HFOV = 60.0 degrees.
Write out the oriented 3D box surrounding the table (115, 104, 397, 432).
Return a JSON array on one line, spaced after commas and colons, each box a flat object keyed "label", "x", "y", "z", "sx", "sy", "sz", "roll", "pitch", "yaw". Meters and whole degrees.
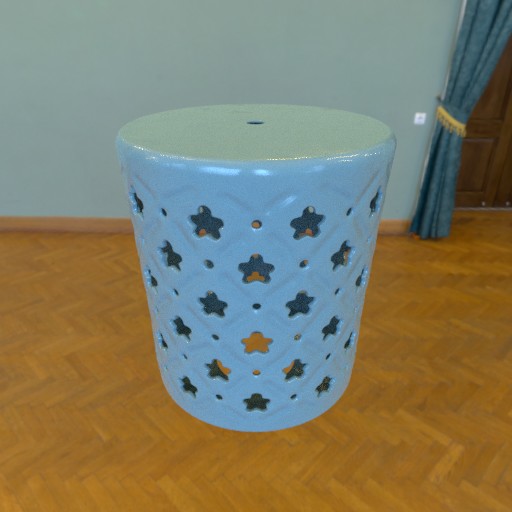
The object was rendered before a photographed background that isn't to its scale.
[{"label": "table", "x": 0.000, "y": 0.000, "z": 0.658, "sx": 0.352, "sy": 0.387, "sz": 0.352, "roll": 0, "pitch": 28, "yaw": 0}]
